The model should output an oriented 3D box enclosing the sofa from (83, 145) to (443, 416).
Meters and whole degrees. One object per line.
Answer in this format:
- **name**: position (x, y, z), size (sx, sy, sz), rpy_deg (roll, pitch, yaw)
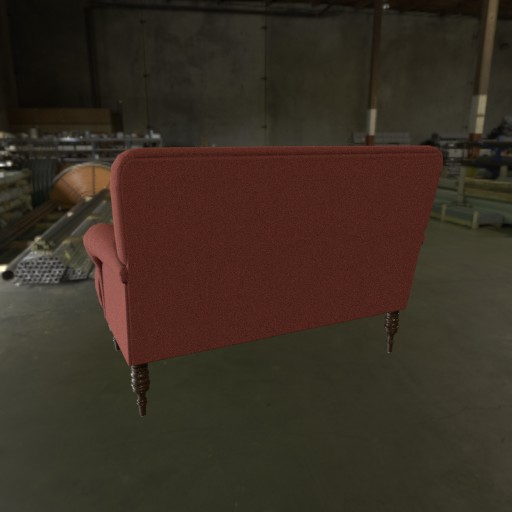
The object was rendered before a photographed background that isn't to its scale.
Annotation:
- **sofa**: position (0.000, 0.000, 1.830), size (1.297, 0.889, 0.779), rpy_deg (-7, 16, -25)
